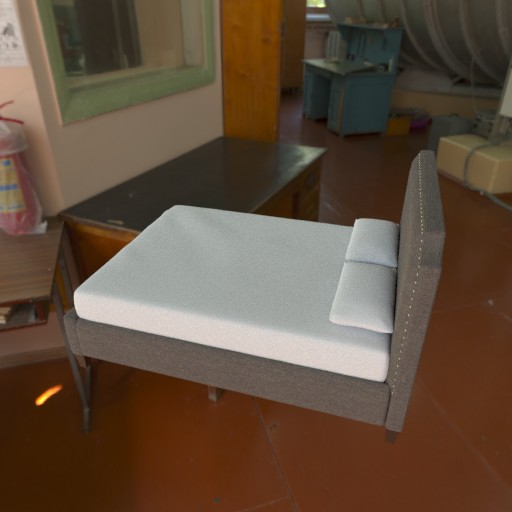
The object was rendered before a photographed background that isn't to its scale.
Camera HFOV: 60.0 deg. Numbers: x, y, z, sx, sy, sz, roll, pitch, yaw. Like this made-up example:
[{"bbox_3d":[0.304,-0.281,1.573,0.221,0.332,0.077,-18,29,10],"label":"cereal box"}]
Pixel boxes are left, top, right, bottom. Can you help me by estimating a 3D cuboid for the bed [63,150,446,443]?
[{"bbox_3d":[0.000,0.000,3.414,2.381,1.457,1.713,9,31,15],"label":"bed"}]
